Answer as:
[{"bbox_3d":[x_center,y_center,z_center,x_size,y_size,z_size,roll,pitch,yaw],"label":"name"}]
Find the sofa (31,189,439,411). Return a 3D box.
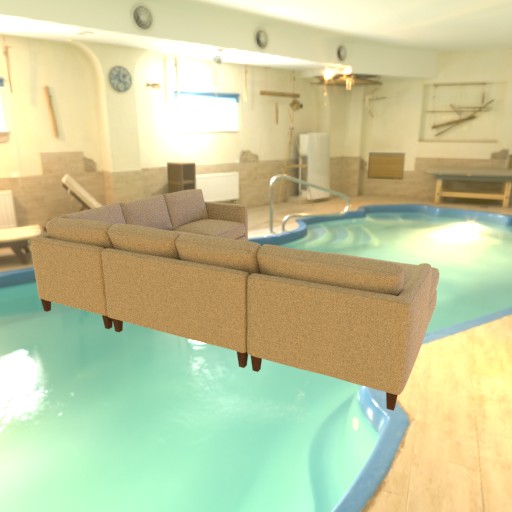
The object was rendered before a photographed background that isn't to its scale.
[{"bbox_3d":[0.000,0.000,4.491,3.460,0.959,2.593,9,18,27],"label":"sofa"}]
